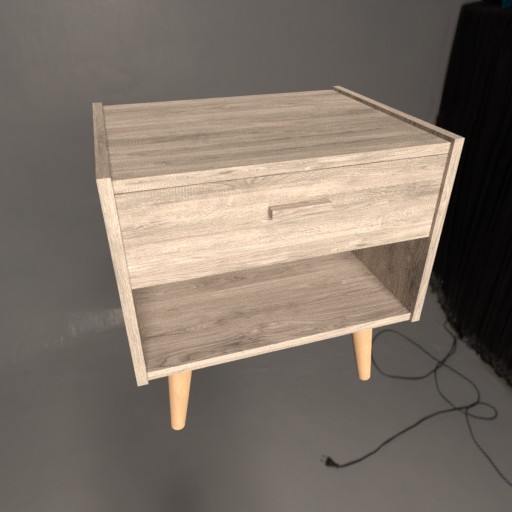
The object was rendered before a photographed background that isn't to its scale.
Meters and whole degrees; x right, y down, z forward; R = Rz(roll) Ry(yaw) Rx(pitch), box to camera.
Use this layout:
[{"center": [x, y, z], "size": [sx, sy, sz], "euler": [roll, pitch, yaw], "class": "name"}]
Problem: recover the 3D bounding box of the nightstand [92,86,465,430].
[{"center": [0.000, 0.000, 0.819], "size": [0.480, 0.500, 0.380], "euler": [-10, 33, -15], "class": "nightstand"}]
